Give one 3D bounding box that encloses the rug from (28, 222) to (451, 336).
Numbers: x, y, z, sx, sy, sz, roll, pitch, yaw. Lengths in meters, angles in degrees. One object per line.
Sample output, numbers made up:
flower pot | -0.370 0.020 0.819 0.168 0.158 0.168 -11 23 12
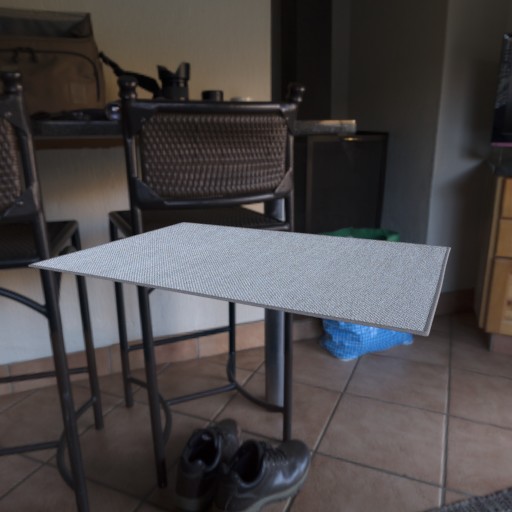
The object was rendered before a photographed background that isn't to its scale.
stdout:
rug | 0.000 0.000 2.694 2.115 0.013 1.517 7 16 25
